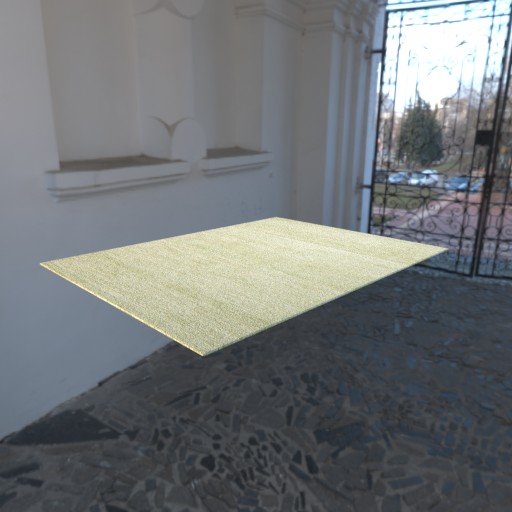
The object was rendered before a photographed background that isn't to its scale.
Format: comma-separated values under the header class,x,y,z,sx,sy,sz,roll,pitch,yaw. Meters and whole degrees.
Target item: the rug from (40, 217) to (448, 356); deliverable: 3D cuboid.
class,x,y,z,sx,sy,sz,roll,pitch,yaw
rug,0.000,0.000,4.321,3.198,0.016,2.425,-15,22,-43
